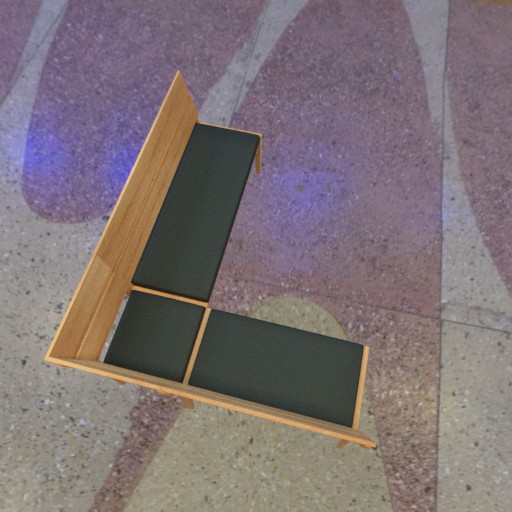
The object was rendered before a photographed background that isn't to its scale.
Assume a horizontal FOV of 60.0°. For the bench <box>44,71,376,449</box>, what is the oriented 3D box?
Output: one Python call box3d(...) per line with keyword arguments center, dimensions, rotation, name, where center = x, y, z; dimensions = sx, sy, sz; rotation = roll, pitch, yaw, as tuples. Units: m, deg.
box3d(center=(0.000, 0.000, 2.793), dimensions=(1.548, 0.890, 1.948), rotation=(13, 65, 6), name="bench")
